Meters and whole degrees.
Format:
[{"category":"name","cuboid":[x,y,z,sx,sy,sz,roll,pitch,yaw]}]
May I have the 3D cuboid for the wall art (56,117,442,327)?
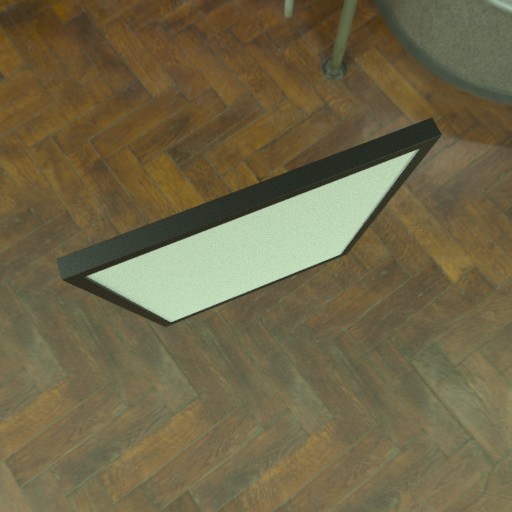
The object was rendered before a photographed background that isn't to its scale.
[{"category":"wall art","cuboid":[0.000,0.000,0.546,0.325,0.397,0.018,-21,77,-5]}]
